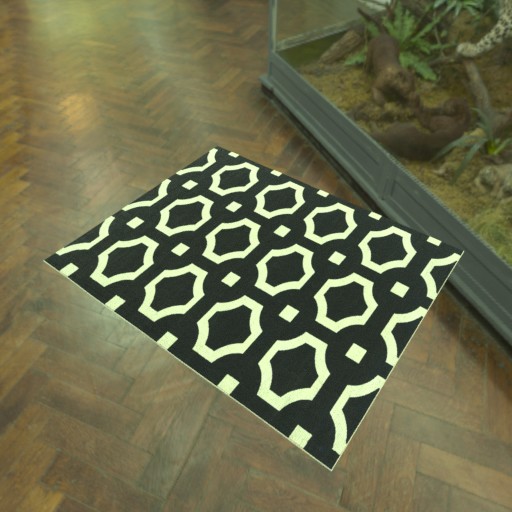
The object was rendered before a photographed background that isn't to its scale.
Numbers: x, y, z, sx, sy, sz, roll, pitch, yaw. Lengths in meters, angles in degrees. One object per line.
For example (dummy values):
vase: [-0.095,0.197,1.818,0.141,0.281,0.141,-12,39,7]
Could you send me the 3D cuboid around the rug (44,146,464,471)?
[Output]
rug: [0.000,0.000,4.122,3.049,0.021,2.466,28,52,25]
